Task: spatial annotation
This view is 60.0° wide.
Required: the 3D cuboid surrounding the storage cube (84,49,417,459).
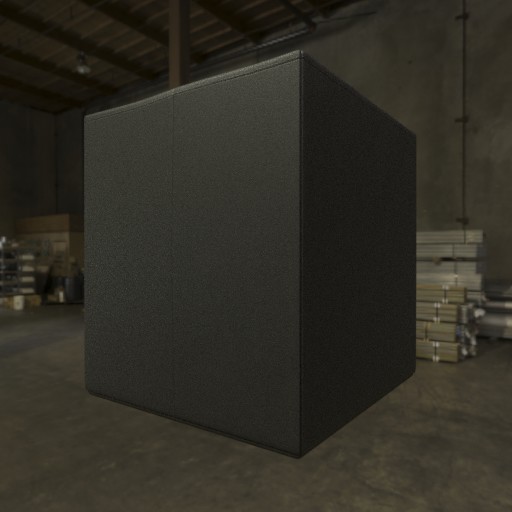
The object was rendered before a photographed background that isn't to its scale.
[{"bbox_3d":[0.000,0.000,0.482,0.270,0.280,0.270,0,0,36],"label":"storage cube"}]
